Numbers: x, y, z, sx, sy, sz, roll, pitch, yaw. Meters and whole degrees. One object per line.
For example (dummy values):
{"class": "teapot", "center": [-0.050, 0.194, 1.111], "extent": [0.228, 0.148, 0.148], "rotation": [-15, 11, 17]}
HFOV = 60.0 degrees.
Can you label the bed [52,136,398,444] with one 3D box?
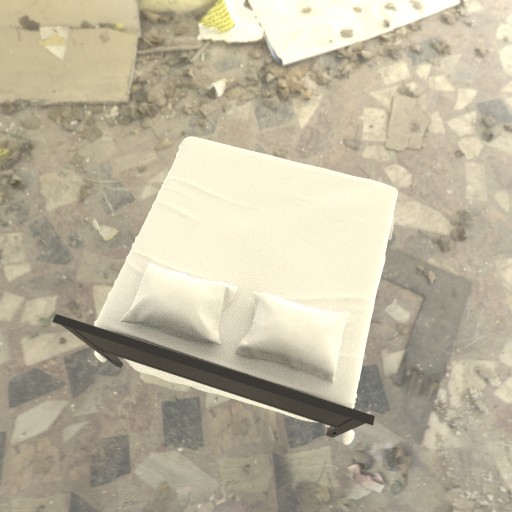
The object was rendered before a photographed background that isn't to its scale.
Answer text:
{"class": "bed", "center": [0.000, 0.000, 3.628], "extent": [2.315, 1.271, 2.219], "rotation": [16, 65, 8]}
